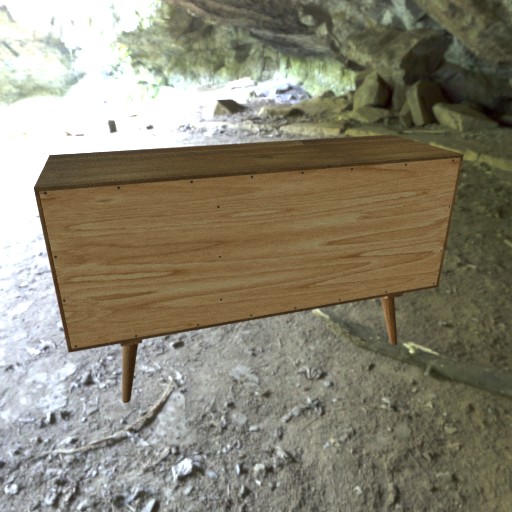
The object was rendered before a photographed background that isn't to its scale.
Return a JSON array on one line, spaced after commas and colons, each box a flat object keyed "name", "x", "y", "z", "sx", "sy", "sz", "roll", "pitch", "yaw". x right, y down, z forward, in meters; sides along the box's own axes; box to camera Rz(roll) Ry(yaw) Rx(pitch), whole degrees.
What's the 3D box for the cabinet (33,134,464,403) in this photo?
[{"name": "cabinet", "x": 0.000, "y": 0.000, "z": 1.745, "sx": 1.400, "sy": 0.800, "sz": 0.472, "roll": -8, "pitch": 26, "yaw": -16}]
